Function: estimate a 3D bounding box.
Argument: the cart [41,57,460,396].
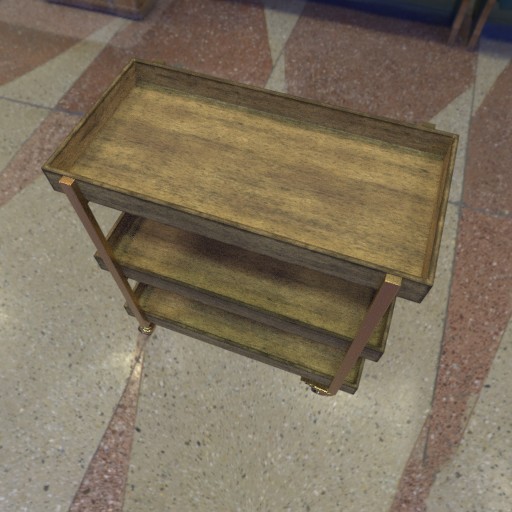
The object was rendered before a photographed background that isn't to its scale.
[{"bbox_3d":[0.000,0.000,1.219,0.750,0.799,0.416,17,60,10],"label":"cart"}]
